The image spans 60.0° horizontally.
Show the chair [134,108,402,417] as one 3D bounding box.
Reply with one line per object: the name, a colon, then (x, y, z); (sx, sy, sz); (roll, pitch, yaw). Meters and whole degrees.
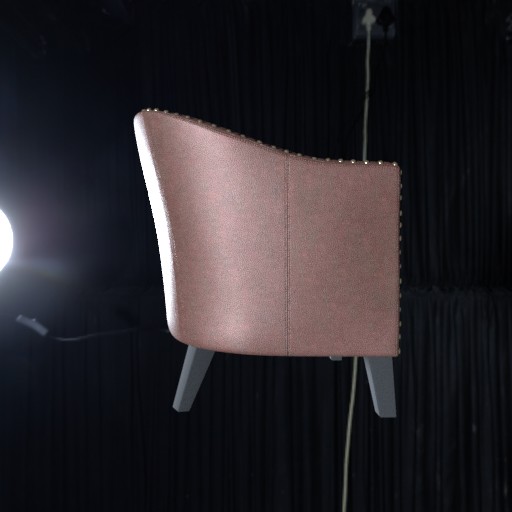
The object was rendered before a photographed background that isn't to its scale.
chair: (0.000, 0.000, 1.438); (0.748, 0.823, 0.794); (0, -1, -1)
